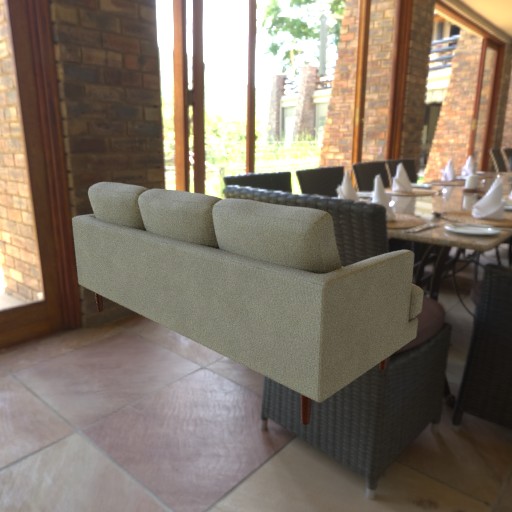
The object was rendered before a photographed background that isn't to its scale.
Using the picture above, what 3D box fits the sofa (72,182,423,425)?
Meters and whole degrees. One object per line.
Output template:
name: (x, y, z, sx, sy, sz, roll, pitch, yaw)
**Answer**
sofa: (0.000, 0.000, 2.984, 2.233, 0.956, 1.504, 14, 20, 43)
